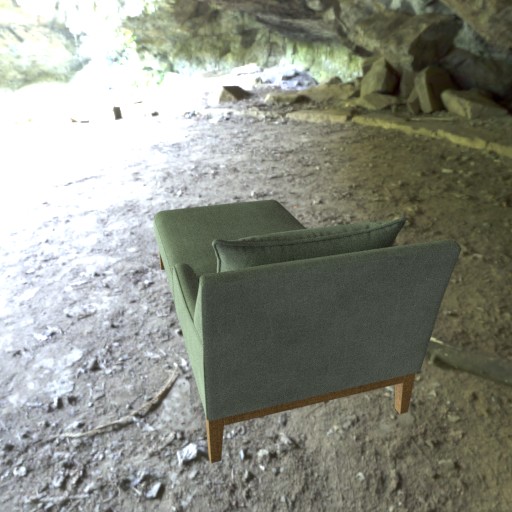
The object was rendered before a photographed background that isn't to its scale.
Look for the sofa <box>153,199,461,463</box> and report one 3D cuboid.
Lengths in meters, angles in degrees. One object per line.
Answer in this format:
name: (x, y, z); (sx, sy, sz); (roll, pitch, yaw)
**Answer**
sofa: (0.000, 0.000, 2.276); (0.894, 0.859, 1.779); (-8, 27, -16)
